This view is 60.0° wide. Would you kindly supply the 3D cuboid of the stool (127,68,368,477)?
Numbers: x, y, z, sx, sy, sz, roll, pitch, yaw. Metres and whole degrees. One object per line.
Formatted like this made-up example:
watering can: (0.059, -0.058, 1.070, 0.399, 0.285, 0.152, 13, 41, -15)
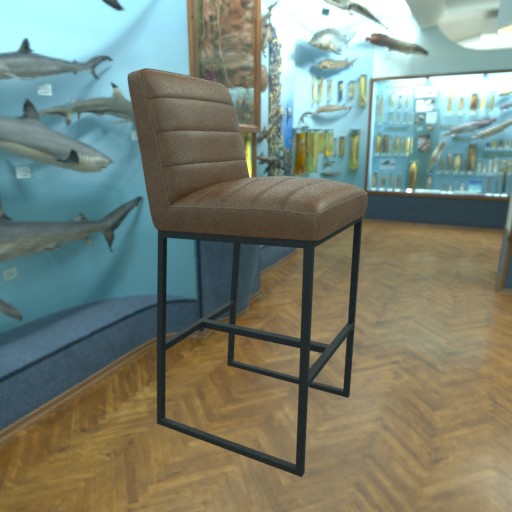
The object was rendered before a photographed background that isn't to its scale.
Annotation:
stool: (0.000, 0.000, 1.334, 0.556, 1.040, 0.458, 8, 17, 27)
